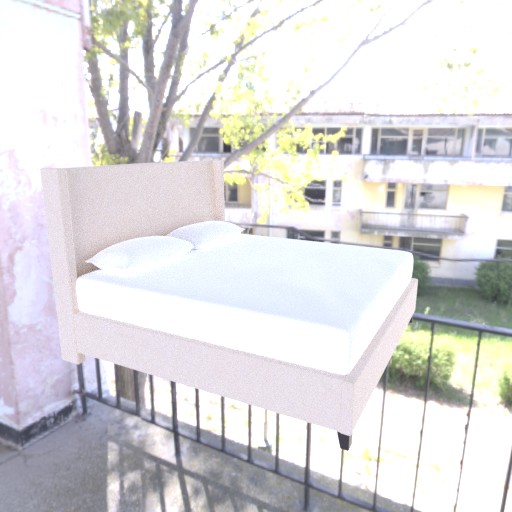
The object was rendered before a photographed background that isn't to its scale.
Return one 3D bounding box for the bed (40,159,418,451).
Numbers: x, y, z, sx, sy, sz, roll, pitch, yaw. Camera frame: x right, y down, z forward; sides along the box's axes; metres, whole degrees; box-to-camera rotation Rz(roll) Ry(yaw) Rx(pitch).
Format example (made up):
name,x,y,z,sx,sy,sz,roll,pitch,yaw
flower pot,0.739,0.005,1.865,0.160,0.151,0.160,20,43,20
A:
name,x,y,z,sx,sy,sz,roll,pitch,yaw
bed,0.000,0.000,3.666,2.293,1.471,2.145,7,16,27
